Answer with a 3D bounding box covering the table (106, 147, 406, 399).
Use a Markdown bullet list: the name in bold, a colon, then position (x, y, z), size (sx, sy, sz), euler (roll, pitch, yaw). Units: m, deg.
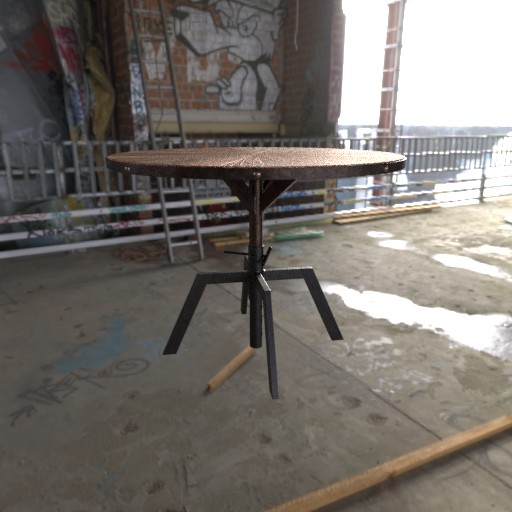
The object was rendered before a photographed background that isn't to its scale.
- **table**: position (0.000, 0.000, 1.463), size (0.885, 0.658, 0.885), euler (0, 16, 0)
